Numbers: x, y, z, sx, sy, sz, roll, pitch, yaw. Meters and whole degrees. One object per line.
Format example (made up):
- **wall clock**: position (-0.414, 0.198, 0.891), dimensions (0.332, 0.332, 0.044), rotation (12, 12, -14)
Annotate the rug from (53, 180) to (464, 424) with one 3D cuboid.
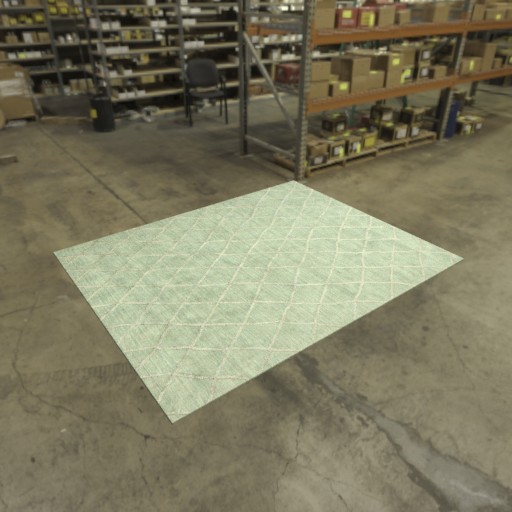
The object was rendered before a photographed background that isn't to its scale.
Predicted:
- **rug**: position (0.000, 0.000, 4.187), dimensions (3.039, 0.019, 2.420), rotation (-21, 37, -31)
